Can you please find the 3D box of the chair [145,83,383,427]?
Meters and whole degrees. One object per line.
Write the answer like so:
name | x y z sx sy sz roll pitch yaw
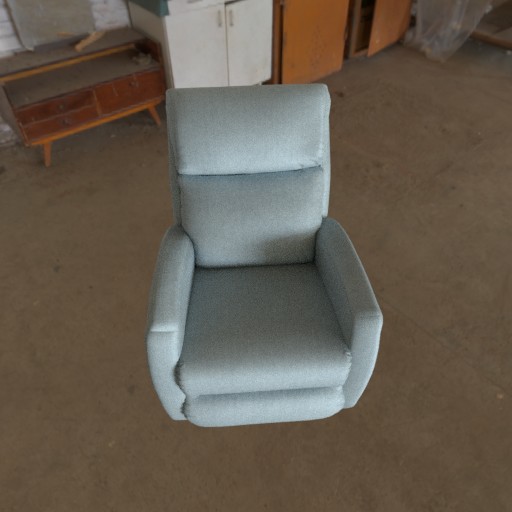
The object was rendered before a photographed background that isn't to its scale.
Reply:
chair | 0.000 0.000 1.702 0.794 1.016 0.940 -3 46 -3
